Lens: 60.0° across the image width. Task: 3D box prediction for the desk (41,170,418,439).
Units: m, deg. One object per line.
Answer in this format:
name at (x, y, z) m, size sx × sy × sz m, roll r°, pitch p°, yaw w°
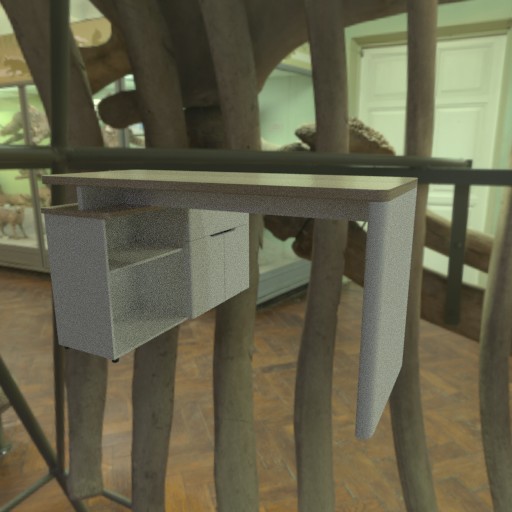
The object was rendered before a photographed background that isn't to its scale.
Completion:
desk at (0.000, 0.000, 2.088) m, size 1.400 × 0.770 × 1.175 m, roll 7°, pitch 15°, yaw 27°
